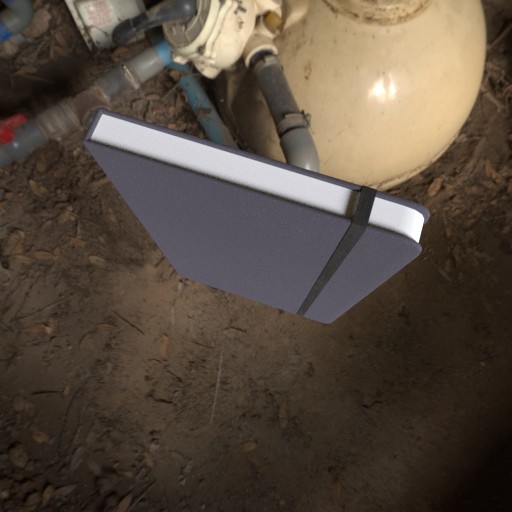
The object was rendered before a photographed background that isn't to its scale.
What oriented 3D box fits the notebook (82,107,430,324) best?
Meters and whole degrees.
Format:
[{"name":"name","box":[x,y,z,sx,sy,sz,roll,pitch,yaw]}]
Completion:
[{"name":"notebook","box":[0.000,0.000,0.258,0.127,0.213,0.016,18,75,5]}]
